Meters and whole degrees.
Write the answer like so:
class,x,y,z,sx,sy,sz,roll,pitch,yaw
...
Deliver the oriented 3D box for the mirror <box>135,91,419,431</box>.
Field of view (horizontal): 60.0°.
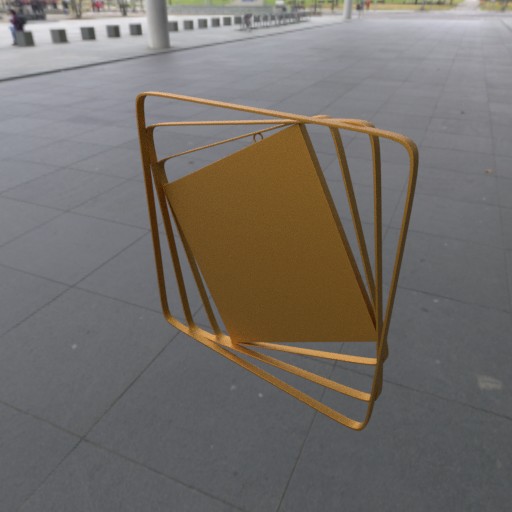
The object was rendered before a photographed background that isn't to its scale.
class,x,y,z,sx,sy,sz,roll,pitch,yaw
mirror,0.000,0.000,0.709,0.470,0.468,0.045,22,36,33
